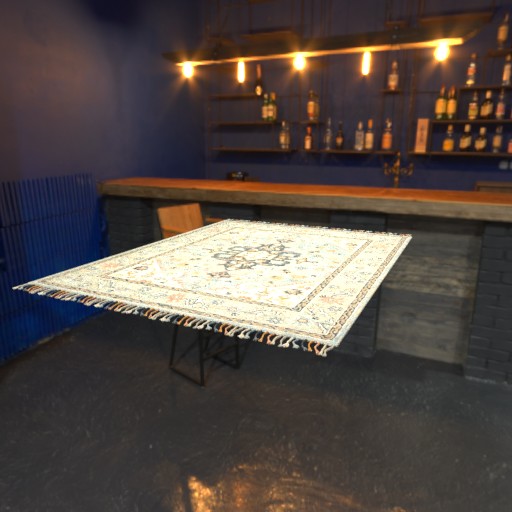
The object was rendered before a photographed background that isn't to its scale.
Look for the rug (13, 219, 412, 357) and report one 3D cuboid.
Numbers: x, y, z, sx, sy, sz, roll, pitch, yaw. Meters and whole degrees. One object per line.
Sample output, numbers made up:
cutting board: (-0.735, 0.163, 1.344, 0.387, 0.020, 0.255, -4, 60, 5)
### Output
rug: (0.000, 0.000, 2.197, 1.278, 0.009, 1.730, 7, 16, 25)
